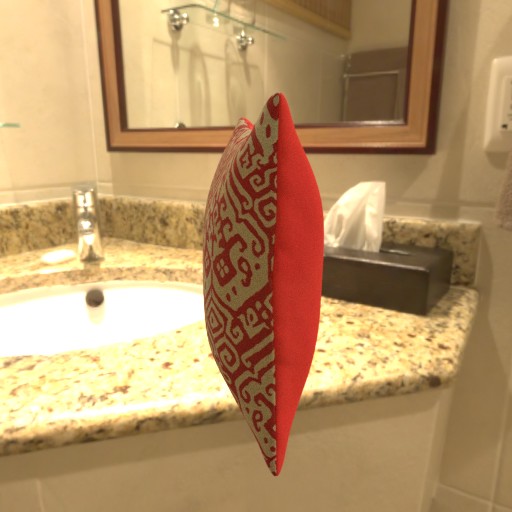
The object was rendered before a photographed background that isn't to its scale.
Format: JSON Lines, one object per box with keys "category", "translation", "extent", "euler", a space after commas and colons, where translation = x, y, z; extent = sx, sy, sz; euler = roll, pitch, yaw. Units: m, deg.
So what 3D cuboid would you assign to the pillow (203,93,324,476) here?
{"category": "pillow", "translation": [0.000, 0.000, 0.802], "extent": [0.192, 0.507, 0.522], "euler": [-2, 15, -6]}
